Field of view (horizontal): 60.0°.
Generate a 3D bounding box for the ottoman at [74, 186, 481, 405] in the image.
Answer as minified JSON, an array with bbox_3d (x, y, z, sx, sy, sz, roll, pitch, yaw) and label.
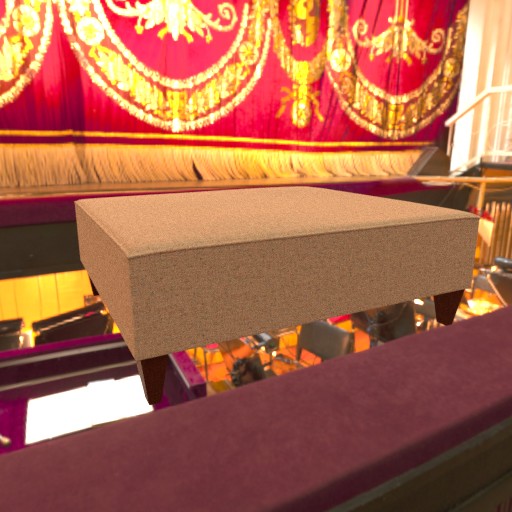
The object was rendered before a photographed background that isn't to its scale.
[{"bbox_3d":[0.000,0.000,1.218,0.835,0.303,0.736,-7,16,-27],"label":"ottoman"}]
